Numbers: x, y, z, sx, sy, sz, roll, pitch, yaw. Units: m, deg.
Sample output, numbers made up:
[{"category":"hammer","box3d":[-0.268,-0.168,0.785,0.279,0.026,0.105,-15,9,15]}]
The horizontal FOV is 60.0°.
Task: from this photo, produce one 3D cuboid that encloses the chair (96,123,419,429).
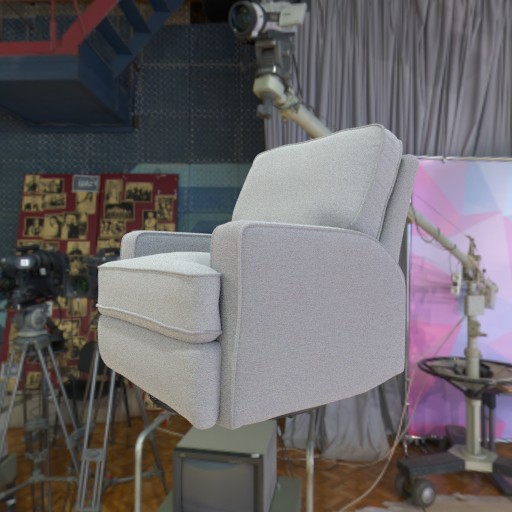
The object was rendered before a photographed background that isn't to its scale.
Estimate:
[{"category":"chair","box3d":[0.000,0.000,1.649,0.969,0.964,0.861,0,1,-37]}]
